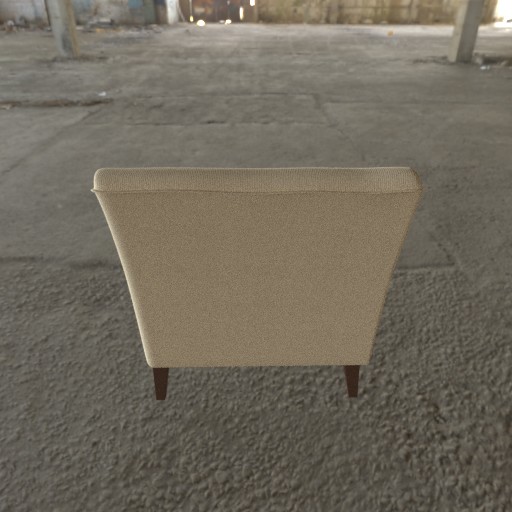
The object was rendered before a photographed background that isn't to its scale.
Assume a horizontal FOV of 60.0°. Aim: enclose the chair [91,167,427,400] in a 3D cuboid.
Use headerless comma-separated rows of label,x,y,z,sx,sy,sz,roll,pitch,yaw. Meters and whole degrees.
chair,0.000,0.000,1.598,0.780,0.919,0.899,-1,30,-1
